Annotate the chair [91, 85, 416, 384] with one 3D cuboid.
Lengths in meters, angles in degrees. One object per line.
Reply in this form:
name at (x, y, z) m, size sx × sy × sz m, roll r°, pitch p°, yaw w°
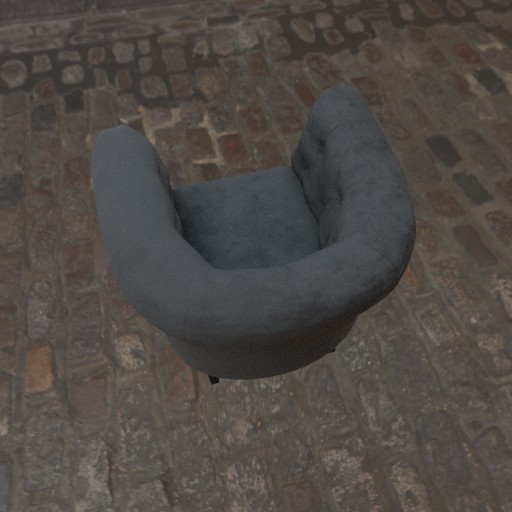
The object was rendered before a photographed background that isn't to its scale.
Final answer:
chair at (0.000, 0.000, 1.557) m, size 0.904 × 0.826 × 0.851 m, roll -13°, pitch 60°, yaw -8°
